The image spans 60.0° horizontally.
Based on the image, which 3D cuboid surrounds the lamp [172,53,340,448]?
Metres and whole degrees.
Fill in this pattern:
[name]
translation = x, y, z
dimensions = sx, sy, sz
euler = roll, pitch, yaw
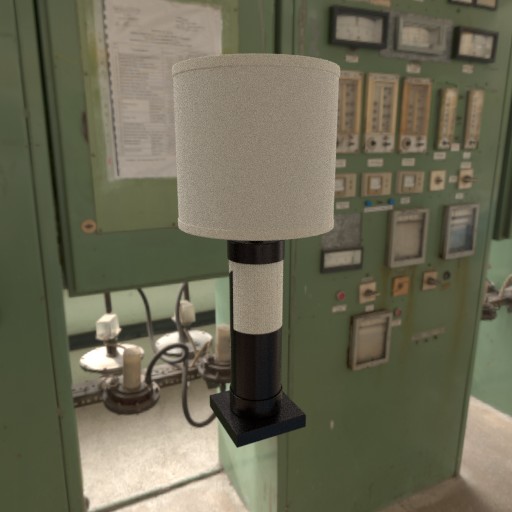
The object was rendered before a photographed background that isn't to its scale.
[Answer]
[lamp]
translation = 0.000, 0.000, 0.620
dimensions = 0.211, 0.509, 0.211
euler = -7, 16, -25
